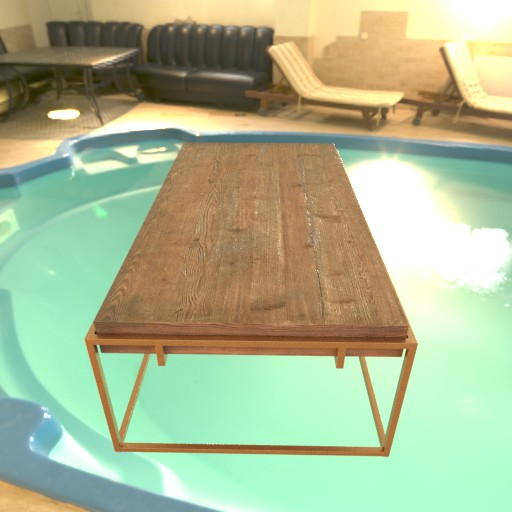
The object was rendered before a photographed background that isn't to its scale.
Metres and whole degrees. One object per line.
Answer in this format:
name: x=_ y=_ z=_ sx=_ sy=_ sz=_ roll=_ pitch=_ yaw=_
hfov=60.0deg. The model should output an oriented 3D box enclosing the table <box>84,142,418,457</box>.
table: x=0.000 y=0.000 z=1.719 sx=0.775 sy=0.468 sz=1.387 roll=1 pitch=32 yaw=1
